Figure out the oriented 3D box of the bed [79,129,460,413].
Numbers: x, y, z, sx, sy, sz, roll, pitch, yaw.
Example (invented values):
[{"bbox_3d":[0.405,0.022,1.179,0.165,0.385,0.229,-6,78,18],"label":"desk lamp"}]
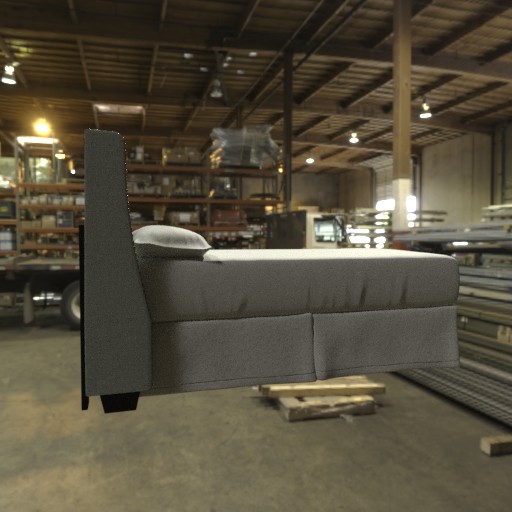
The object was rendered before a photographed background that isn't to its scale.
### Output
[{"bbox_3d":[0.000,0.000,3.170,2.237,1.407,1.710,-1,2,-17],"label":"bed"}]
